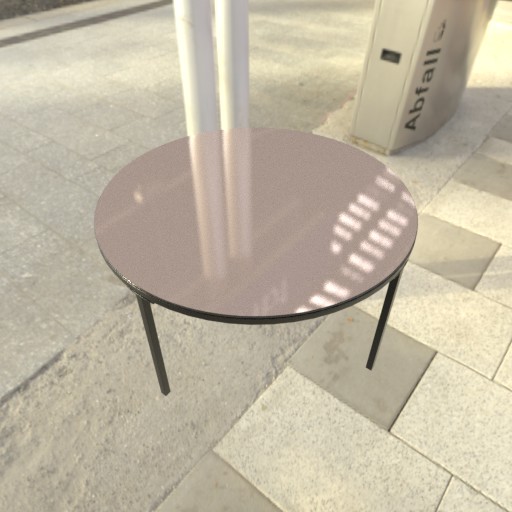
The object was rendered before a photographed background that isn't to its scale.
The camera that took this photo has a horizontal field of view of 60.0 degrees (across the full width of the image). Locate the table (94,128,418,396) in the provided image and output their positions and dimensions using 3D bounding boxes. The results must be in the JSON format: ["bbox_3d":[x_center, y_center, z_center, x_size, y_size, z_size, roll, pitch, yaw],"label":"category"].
[{"bbox_3d":[0.000,0.000,1.262,0.800,0.400,0.800,0,41,0],"label":"table"}]
